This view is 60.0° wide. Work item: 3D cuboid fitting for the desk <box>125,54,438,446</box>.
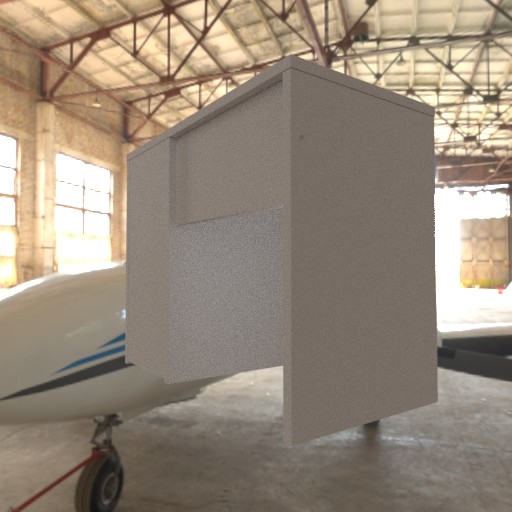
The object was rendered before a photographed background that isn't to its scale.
[{"bbox_3d":[0.000,0.000,1.327,0.482,0.730,0.898,1,-2,-36],"label":"desk"}]
